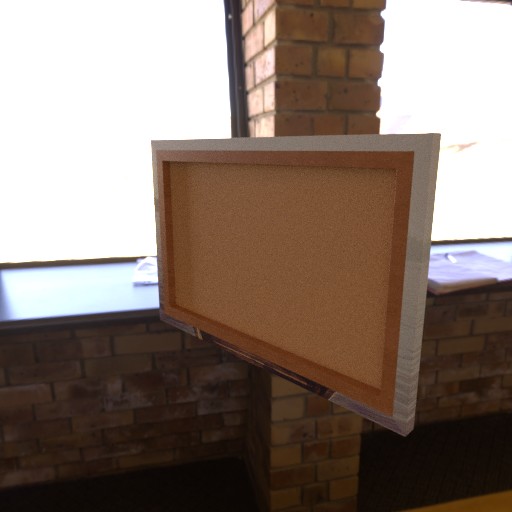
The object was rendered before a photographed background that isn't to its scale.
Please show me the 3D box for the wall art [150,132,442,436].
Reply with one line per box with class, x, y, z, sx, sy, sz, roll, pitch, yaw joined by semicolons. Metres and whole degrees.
wall art;0.000;0.000;1.175;0.037;0.609;0.916;-13;19;-43
